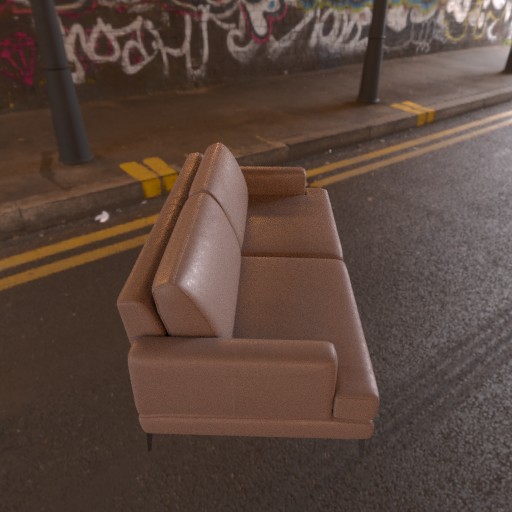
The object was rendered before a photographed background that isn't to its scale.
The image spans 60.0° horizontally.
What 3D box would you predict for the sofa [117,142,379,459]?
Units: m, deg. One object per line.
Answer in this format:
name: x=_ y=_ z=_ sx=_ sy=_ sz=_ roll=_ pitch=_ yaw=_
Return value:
sofa: x=0.000 y=0.000 z=2.417 sx=0.974 sy=0.765 sz=1.940 roll=1 pitch=32 yaw=2
